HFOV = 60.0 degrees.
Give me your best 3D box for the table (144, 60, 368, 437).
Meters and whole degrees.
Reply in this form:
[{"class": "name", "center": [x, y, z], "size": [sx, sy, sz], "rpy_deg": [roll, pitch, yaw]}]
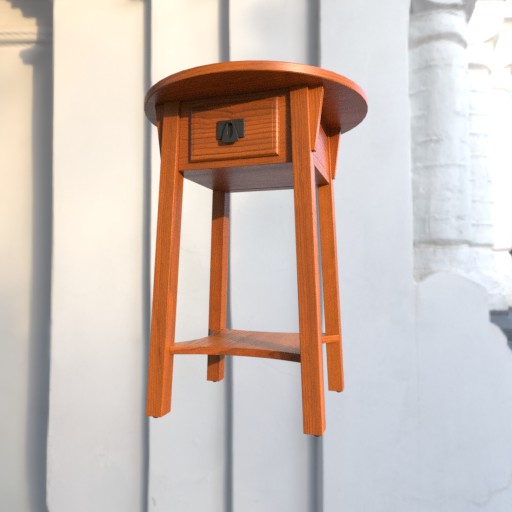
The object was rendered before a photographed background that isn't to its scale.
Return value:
[{"class": "table", "center": [0.000, 0.000, 0.924], "size": [0.457, 0.610, 0.457], "rpy_deg": [0, -2, 0]}]
